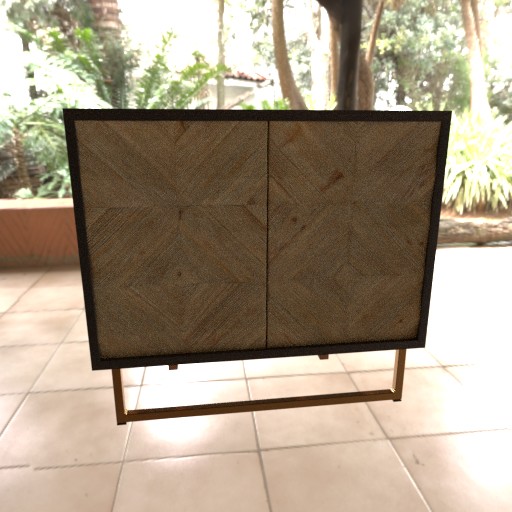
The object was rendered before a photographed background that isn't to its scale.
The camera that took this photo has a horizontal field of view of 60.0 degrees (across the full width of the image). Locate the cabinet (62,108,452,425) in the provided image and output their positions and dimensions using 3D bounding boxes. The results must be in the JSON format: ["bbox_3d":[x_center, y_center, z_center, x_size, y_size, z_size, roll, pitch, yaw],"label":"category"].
[{"bbox_3d":[0.000,0.000,1.400,0.950,0.860,0.451,-2,16,-8],"label":"cabinet"}]
